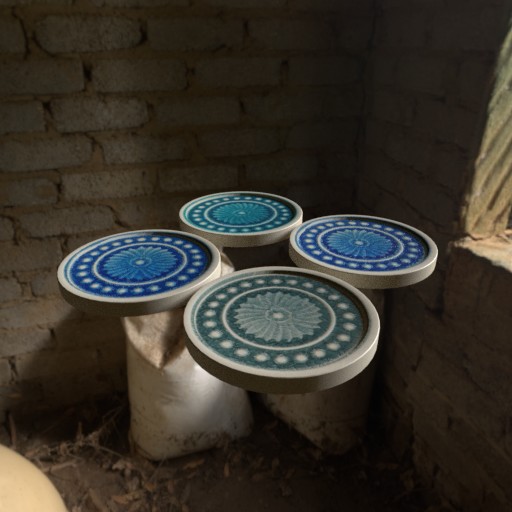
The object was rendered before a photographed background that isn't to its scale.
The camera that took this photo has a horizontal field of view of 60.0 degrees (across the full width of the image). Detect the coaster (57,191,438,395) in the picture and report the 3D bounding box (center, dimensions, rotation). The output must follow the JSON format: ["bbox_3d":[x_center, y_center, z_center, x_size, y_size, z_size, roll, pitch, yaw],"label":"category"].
[{"bbox_3d":[0.000,0.000,0.321,0.220,0.010,0.224,17,31,30],"label":"coaster"}]
